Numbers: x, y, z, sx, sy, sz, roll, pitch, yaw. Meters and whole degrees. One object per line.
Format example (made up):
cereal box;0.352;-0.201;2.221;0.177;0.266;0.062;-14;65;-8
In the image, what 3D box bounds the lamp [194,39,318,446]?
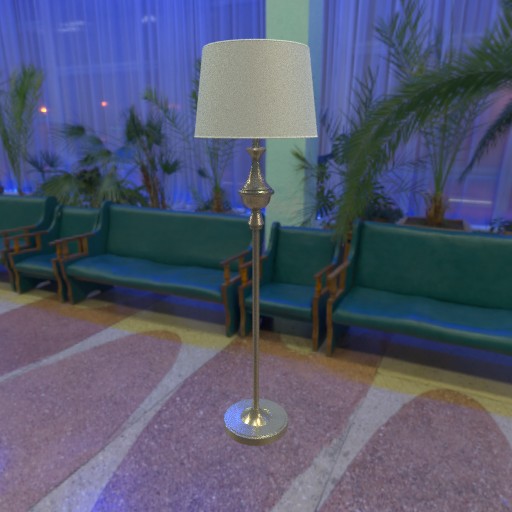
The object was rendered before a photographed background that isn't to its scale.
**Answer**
lamp;0.000;0.000;1.676;0.431;1.488;0.431;0;16;0
